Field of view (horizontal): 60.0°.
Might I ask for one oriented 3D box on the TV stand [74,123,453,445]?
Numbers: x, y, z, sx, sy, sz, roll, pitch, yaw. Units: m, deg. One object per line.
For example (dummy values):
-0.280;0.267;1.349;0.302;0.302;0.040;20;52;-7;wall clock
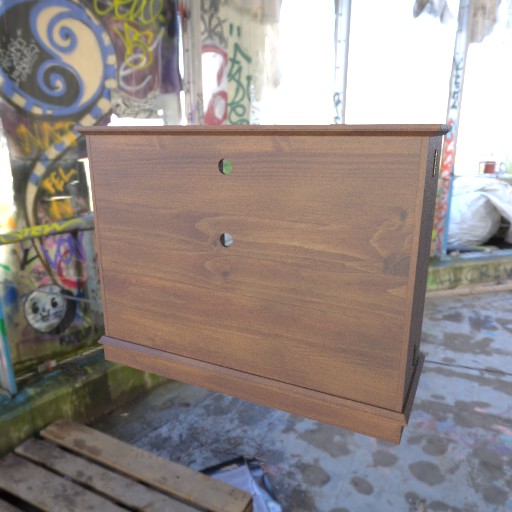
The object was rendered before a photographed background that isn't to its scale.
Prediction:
0.000;0.000;1.442;1.067;0.813;0.406;8;17;25;TV stand
